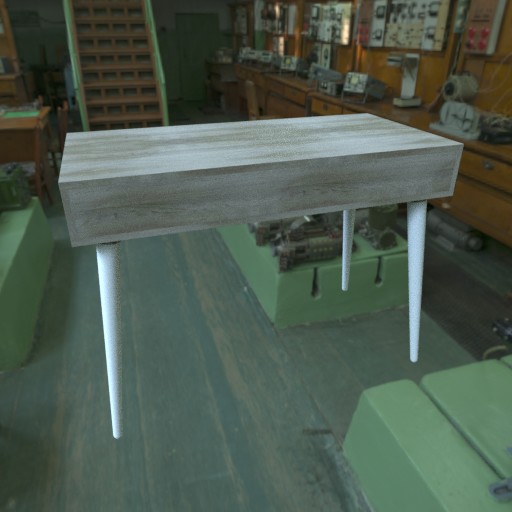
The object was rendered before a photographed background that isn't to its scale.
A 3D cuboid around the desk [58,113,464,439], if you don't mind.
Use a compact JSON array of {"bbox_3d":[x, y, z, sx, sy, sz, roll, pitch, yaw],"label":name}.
[{"bbox_3d":[0.000,0.000,1.373,0.979,0.723,0.491,-9,29,-17],"label":"desk"}]
